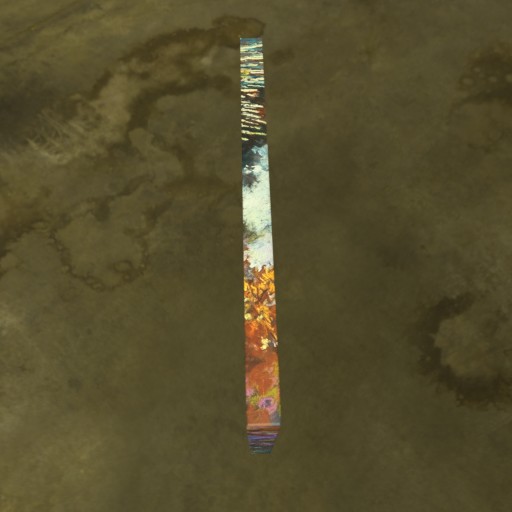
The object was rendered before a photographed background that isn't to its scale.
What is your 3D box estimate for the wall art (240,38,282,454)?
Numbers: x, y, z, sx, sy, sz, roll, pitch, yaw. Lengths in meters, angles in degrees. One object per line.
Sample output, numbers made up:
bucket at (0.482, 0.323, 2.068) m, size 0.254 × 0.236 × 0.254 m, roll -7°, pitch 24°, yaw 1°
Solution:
wall art at (0.000, 0.000, 0.779) m, size 0.037 × 0.406 × 0.610 m, roll -1°, pitch 62°, yaw -1°
